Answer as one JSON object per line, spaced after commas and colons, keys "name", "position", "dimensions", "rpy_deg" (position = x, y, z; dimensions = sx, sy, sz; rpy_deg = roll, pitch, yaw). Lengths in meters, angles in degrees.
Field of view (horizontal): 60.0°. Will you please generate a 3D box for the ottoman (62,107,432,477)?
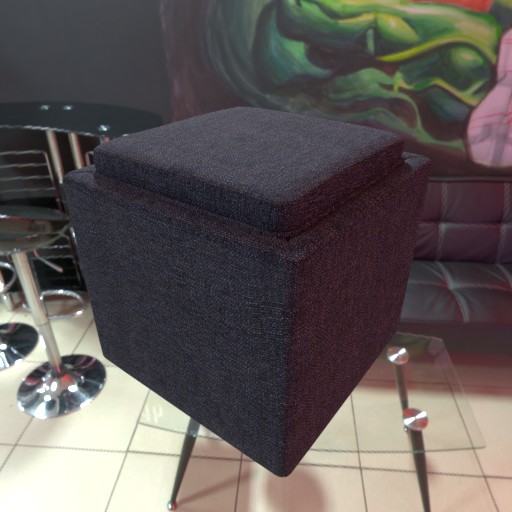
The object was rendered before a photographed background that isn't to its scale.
{"name": "ottoman", "position": [0.000, 0.000, 0.823], "dimensions": [0.450, 0.460, 0.450], "rpy_deg": [21, 36, 31]}
